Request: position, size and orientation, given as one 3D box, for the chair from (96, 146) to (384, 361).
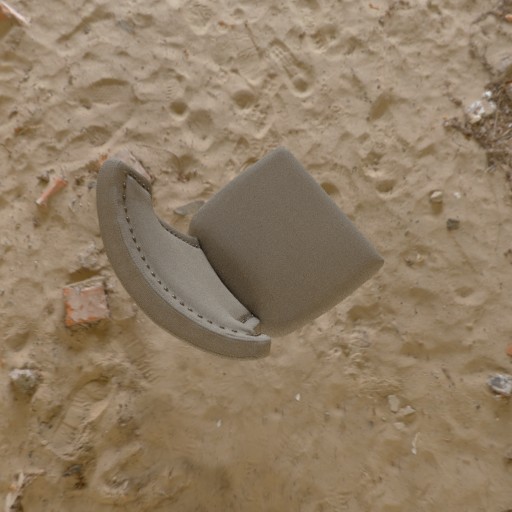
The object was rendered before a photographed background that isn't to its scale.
[{"bbox_3d":[0.000,0.000,1.336,0.630,0.955,0.526,-37,78,-9],"label":"chair"}]
